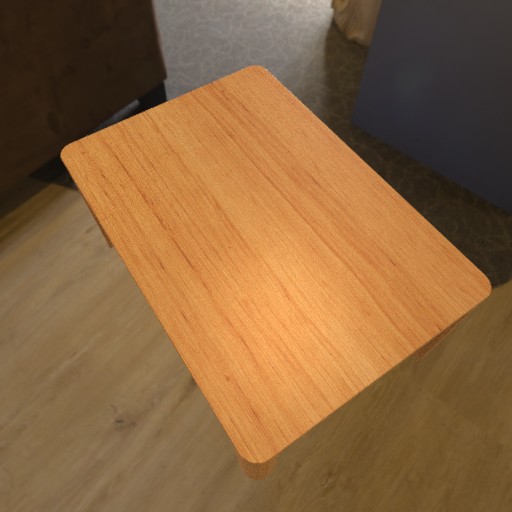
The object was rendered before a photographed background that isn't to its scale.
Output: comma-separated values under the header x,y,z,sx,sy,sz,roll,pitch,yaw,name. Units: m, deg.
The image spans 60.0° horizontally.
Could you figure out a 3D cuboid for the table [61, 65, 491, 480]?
x,y,z,sx,sy,sz,roll,pitch,yaw,name
0.000,0.000,1.335,0.696,0.445,0.997,-30,64,-17,table
